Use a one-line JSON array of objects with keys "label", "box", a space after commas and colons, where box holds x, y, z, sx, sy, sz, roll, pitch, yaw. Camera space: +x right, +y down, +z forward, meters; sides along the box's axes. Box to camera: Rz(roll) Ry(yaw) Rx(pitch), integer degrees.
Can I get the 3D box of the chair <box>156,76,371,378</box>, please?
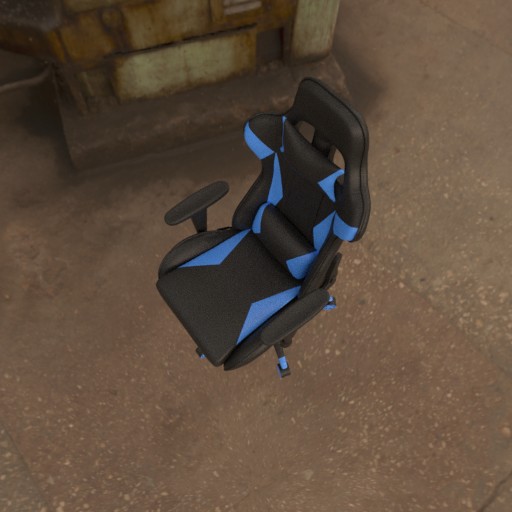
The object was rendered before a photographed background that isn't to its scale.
[{"label": "chair", "box": [0.000, 0.000, 1.700, 0.730, 1.282, 0.695, -35, 68, -17]}]
